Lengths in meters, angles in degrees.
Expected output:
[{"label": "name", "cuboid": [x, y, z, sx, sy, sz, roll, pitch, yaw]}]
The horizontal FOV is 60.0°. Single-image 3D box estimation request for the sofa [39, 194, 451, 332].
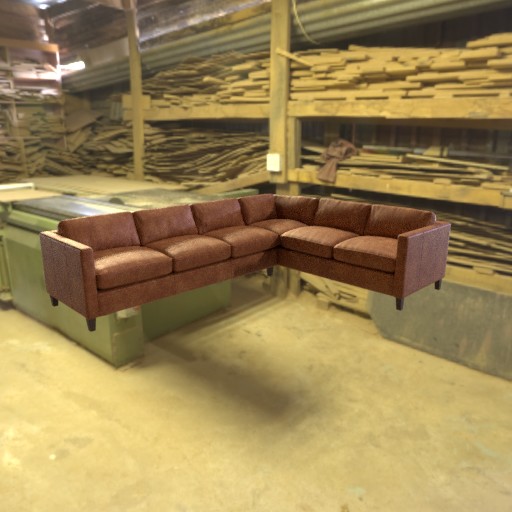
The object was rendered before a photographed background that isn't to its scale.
[{"label": "sofa", "cuboid": [0.000, 0.000, 4.309, 3.167, 0.838, 2.438, -14, 21, -43]}]
